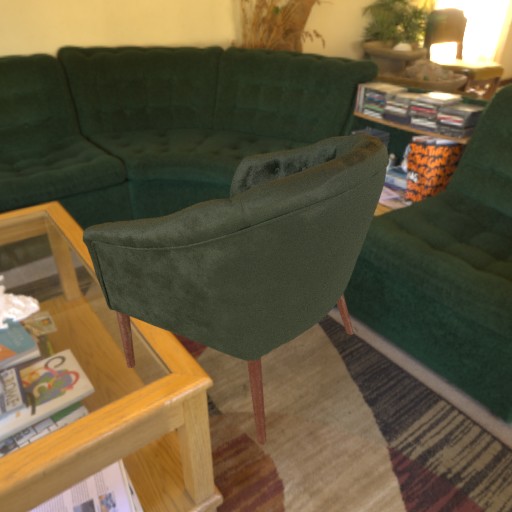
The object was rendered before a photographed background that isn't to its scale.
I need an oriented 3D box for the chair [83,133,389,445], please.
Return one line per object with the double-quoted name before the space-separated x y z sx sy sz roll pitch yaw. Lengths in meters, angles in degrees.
"chair" 0.000 0.000 1.534 0.776 0.885 0.851 21 37 30
